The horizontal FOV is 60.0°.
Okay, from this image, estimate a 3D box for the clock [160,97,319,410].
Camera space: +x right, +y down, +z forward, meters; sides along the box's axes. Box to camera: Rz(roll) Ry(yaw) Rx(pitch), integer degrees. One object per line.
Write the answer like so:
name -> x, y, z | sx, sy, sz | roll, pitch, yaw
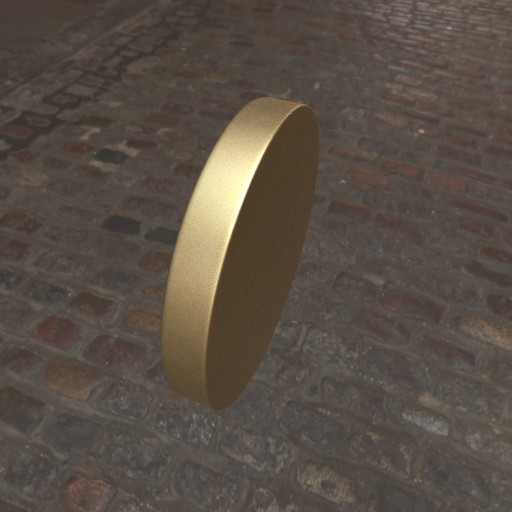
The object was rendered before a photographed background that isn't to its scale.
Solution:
clock -> 0.000, 0.000, 0.467 | 0.040, 0.314, 0.314 | 17, 49, 15
